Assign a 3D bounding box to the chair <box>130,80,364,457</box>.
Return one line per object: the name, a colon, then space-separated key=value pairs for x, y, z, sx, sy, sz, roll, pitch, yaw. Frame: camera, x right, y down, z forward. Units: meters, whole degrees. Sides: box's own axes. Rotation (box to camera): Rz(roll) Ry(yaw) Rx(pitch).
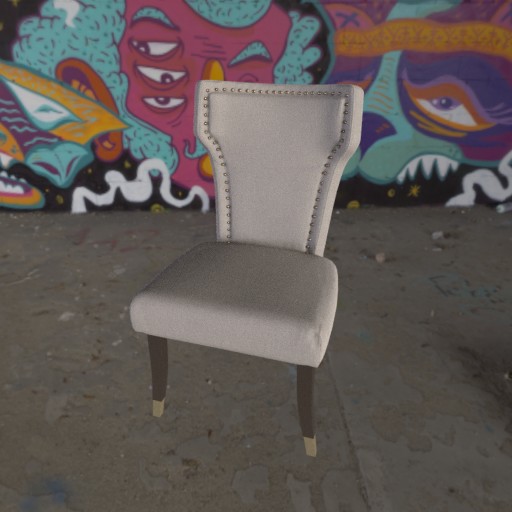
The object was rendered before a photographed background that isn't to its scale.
chair: x=0.000 y=0.000 z=1.339 sx=0.526 sy=0.950 sz=0.630 roll=8 pitch=28 yaw=15
